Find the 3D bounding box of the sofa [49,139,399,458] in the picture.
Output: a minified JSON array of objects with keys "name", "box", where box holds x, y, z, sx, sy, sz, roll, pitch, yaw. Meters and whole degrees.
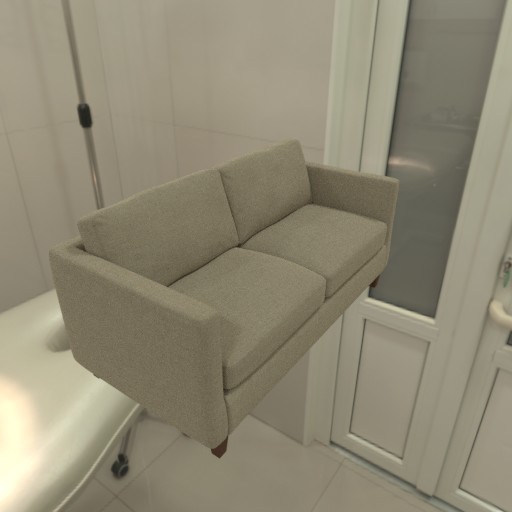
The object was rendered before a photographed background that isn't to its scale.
[{"name":"sofa","box":[0.000,0.000,2.488,0.951,0.947,1.884,19,33,31]}]
